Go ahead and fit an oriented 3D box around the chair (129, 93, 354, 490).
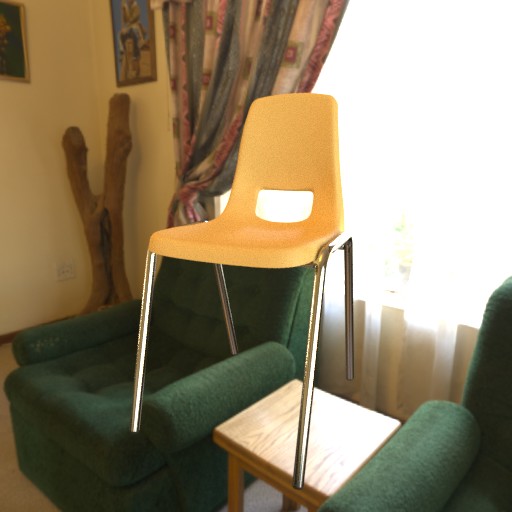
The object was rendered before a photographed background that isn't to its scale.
[{"bbox_3d":[0.000,0.000,0.947,0.381,0.704,0.436,6,14,25],"label":"chair"}]
